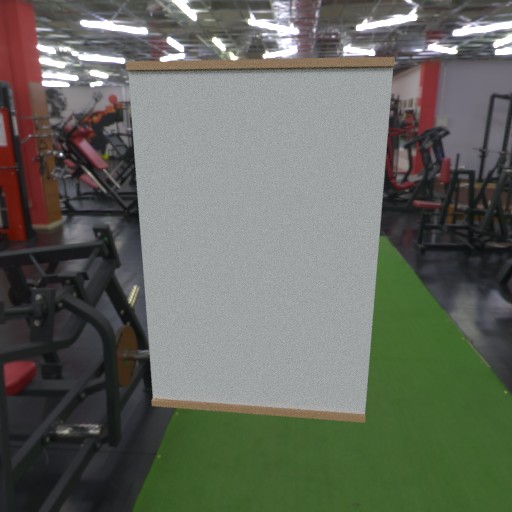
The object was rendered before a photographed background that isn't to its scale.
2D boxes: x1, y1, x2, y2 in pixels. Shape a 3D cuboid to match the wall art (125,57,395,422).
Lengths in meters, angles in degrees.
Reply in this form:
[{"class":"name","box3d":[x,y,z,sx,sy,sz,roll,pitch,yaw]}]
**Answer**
[{"class":"wall art","box3d":[0.000,0.000,0.626,0.335,0.510,0.013,2,17,7]}]
